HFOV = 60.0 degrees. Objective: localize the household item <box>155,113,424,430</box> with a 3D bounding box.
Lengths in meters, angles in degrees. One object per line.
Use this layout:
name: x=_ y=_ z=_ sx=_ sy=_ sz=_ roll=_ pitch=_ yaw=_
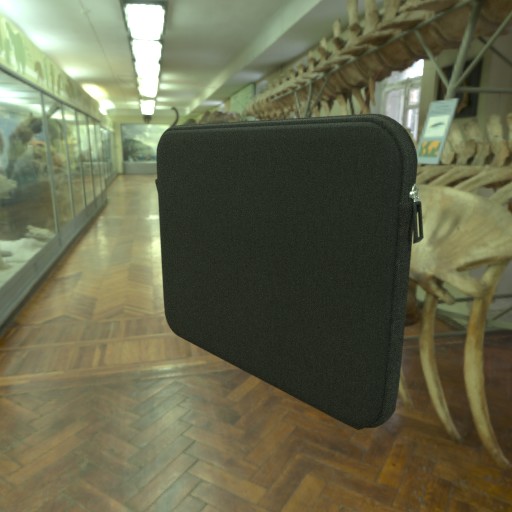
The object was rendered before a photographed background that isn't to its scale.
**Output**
household item: x=0.000 y=0.000 z=0.521 sx=0.030 sy=0.305 sz=0.396 roll=-13 pitch=19 yaw=-42
